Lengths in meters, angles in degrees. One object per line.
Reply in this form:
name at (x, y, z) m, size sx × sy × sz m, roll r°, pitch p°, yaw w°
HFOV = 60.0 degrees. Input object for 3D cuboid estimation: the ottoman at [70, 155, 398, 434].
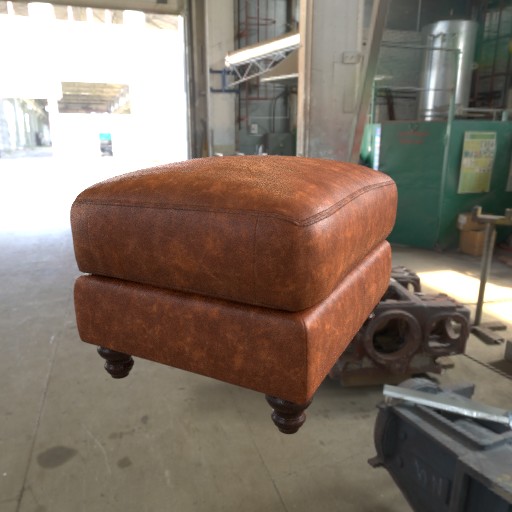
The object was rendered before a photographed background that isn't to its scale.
ottoman at (0.000, 0.000, 1.275) m, size 0.657 × 0.562 × 0.832 m, roll 8°, pitch 17°, yaw 26°
